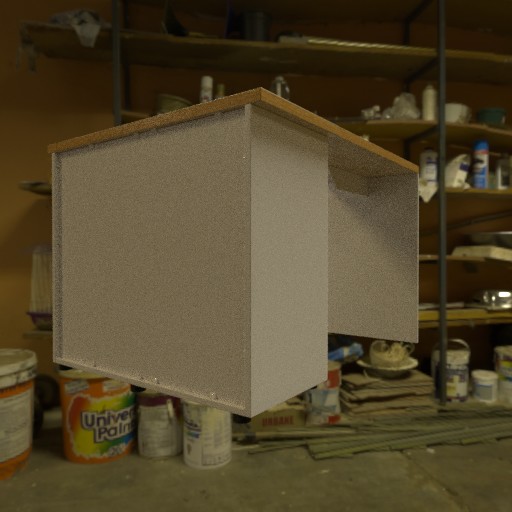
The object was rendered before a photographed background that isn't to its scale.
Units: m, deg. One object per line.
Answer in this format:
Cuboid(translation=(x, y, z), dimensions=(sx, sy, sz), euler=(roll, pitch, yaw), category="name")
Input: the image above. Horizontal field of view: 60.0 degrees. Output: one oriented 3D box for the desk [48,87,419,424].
Cuboid(translation=(0.000, 0.000, 1.716), dimensions=(0.900, 0.760, 1.170), euler=(0, 1, 37), category="desk")
